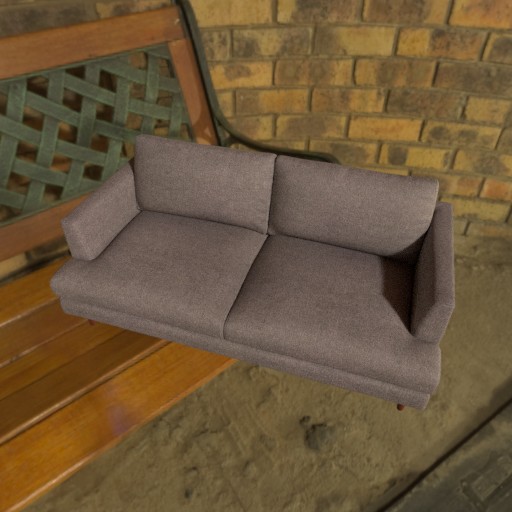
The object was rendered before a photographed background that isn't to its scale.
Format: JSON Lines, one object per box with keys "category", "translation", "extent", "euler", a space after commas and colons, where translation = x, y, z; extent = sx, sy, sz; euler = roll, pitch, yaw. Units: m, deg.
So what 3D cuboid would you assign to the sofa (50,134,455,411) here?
{"category": "sofa", "translation": [0.000, 0.000, 2.415], "extent": [1.948, 0.868, 1.020], "euler": [12, 42, 14]}
